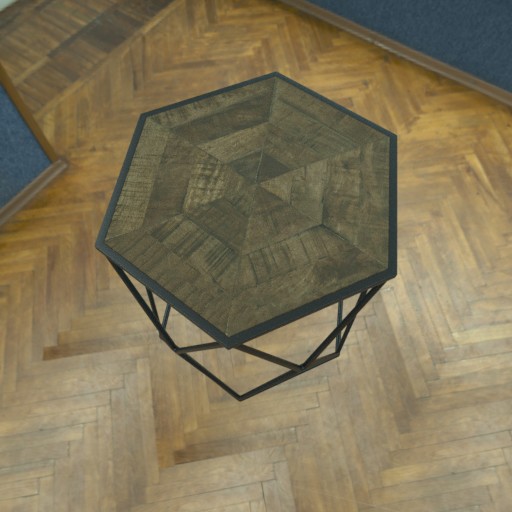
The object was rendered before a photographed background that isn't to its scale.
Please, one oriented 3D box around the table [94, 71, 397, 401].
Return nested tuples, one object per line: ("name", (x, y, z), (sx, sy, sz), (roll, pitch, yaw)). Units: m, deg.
("table", (0.000, 0.000, 1.053), (0.578, 0.564, 0.579), (34, 68, 16))
